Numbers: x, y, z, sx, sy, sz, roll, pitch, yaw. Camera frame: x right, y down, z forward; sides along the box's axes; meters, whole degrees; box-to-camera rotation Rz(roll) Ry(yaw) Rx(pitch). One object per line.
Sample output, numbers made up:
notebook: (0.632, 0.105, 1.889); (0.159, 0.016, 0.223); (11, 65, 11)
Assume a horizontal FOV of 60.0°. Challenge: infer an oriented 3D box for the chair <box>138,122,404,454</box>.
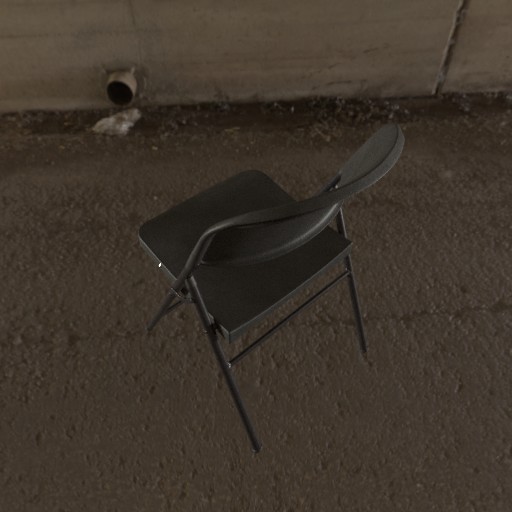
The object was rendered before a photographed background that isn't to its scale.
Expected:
chair: (0.000, 0.000, 1.160); (0.494, 0.810, 0.566); (-33, 55, -27)
